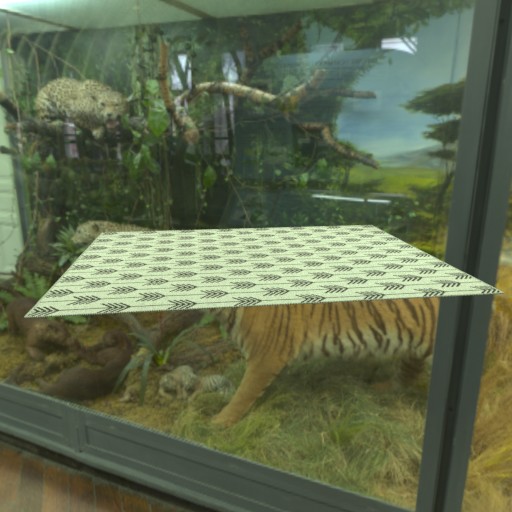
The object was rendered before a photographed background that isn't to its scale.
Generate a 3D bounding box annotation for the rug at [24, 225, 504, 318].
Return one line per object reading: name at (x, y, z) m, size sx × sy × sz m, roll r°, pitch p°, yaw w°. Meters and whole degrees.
rug at (0.000, 0.000, 3.895) m, size 3.061 × 0.010 × 2.330 m, roll -2°, pitch 16°, yaw -7°
